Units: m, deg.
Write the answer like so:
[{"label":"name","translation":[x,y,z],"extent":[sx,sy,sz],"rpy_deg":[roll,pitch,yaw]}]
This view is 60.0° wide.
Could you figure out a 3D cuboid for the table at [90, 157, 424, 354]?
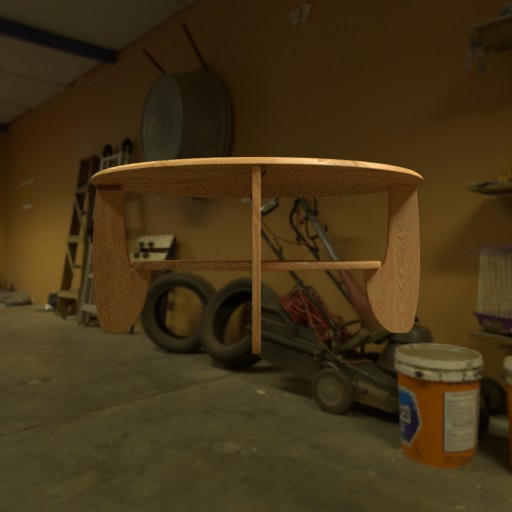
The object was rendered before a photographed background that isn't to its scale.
[{"label":"table","translation":[0.000,0.000,1.418],"extent":[1.040,0.490,0.690],"rpy_deg":[0,1,0]}]
